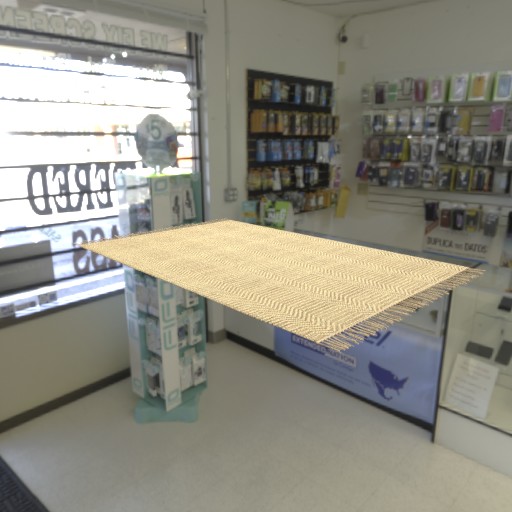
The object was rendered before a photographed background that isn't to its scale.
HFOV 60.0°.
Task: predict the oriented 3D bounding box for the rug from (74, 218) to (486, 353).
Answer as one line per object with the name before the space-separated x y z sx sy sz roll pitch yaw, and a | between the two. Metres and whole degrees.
rug | 0.000 0.000 3.079 1.528 0.034 2.523 -14 21 -42
